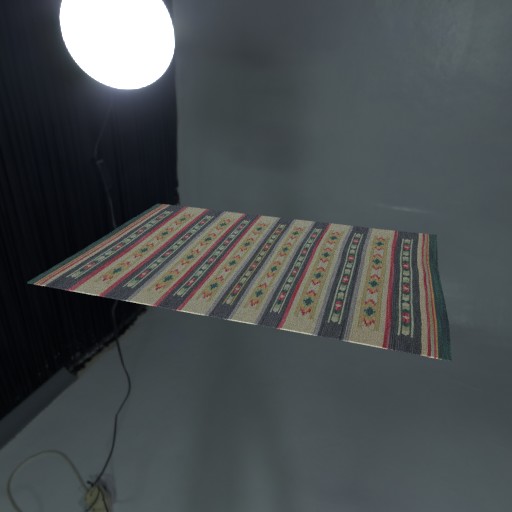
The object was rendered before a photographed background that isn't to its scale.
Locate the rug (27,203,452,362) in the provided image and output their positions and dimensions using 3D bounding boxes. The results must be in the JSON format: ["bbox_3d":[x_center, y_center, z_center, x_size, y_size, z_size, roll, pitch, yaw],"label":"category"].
[{"bbox_3d":[0.000,0.000,2.913,2.311,0.010,1.522,8,26,16],"label":"rug"}]
